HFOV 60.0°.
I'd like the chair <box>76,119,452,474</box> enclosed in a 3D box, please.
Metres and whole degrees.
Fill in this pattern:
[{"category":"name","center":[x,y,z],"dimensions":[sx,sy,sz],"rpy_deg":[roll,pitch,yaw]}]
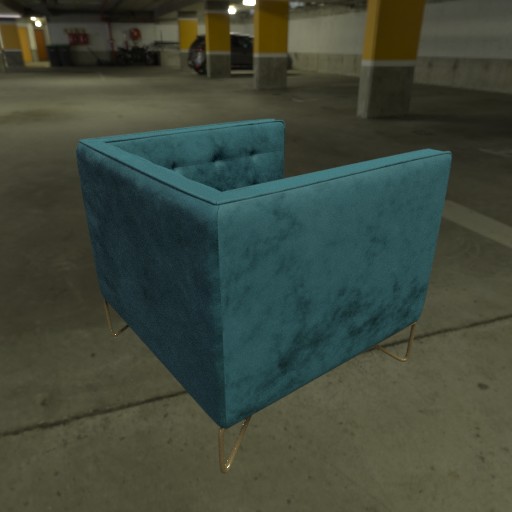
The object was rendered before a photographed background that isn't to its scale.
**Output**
[{"category":"chair","center":[0.000,0.000,1.572],"dimensions":[0.894,0.790,0.880],"rpy_deg":[-18,31,-33]}]
